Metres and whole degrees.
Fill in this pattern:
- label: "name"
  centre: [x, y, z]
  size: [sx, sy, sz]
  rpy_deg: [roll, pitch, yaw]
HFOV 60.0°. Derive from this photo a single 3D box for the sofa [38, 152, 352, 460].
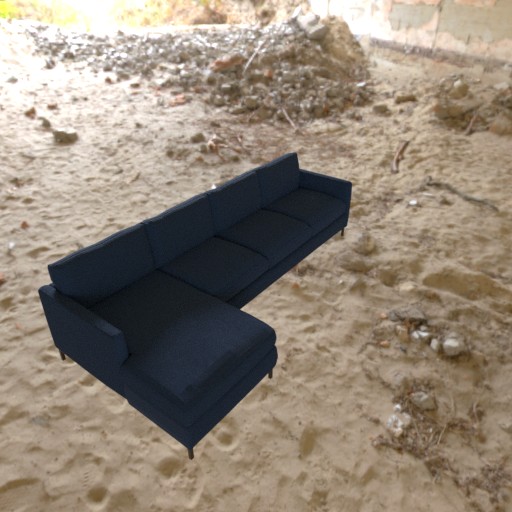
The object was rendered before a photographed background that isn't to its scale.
- label: "sofa"
  centre: [0.000, 0.000, 2.970]
  size: [1.128, 0.679, 2.450]
  rpy_deg: [21, 37, 31]
